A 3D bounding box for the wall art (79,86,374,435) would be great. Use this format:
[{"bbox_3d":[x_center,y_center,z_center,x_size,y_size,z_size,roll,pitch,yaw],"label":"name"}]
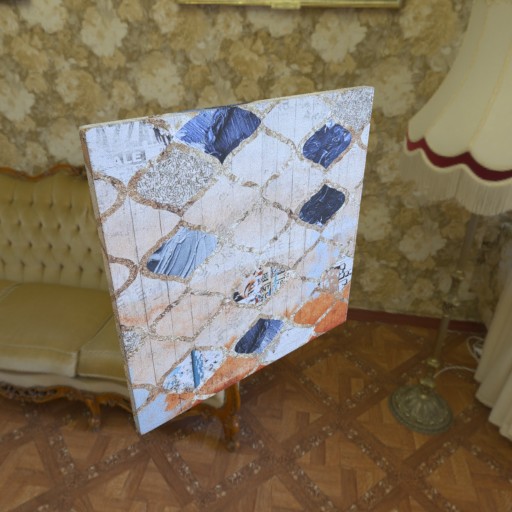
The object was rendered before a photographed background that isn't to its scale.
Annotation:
[{"bbox_3d":[0.000,0.000,1.372,0.912,0.914,0.039,-21,35,-33],"label":"wall art"}]
